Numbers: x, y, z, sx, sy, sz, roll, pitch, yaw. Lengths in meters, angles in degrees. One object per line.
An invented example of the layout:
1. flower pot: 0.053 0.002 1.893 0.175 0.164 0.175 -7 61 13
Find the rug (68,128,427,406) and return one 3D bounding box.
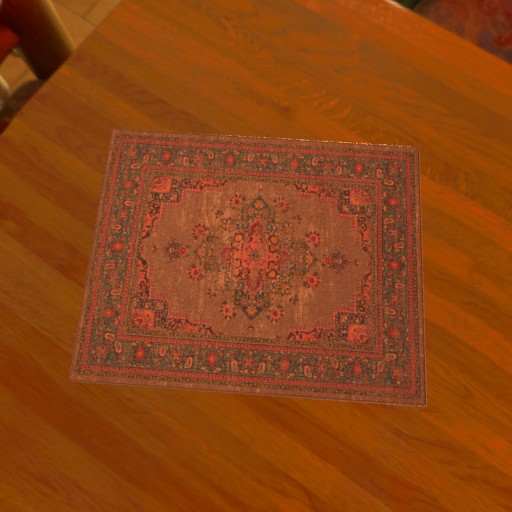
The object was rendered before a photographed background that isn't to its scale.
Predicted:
1. rug: 0.000 0.000 4.080 3.057 0.013 2.434 4 75 1
